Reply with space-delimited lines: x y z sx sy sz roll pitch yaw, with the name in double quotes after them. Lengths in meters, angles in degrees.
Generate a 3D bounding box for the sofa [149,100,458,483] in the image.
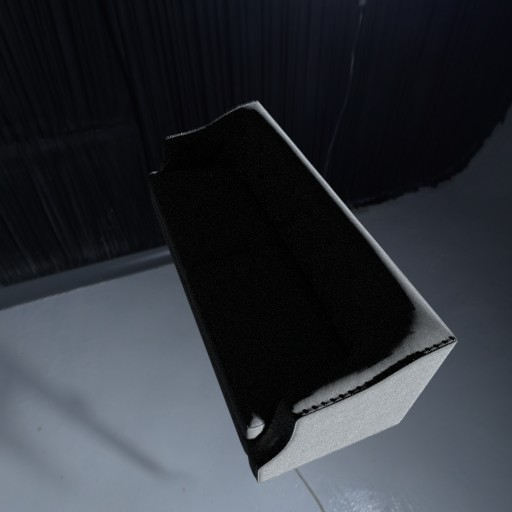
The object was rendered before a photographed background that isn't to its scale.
0.000 0.000 2.708 0.914 0.901 2.235 -16 48 -15 "sofa"
